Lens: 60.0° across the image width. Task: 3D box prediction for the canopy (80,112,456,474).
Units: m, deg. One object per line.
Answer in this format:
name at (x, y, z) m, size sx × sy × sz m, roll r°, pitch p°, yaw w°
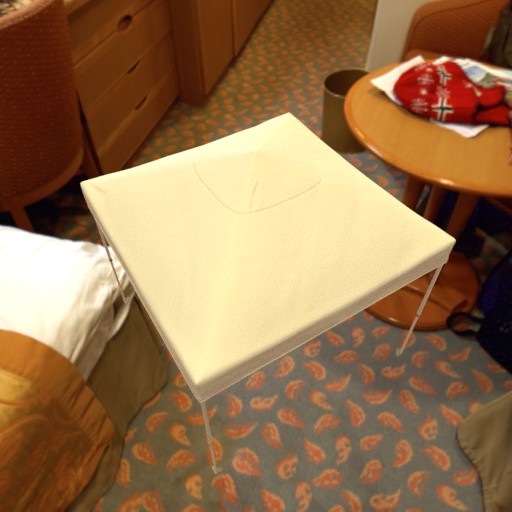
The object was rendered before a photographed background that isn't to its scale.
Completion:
canopy at (0.000, 0.000, 5.386) m, size 2.996 × 2.997 × 2.998 m, roll -25°, pitch 52°, yaw -21°
